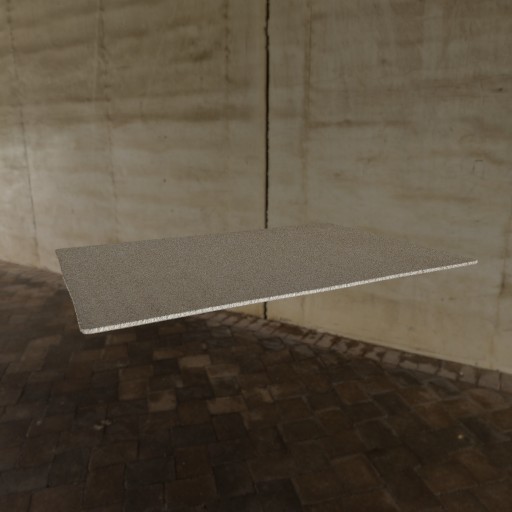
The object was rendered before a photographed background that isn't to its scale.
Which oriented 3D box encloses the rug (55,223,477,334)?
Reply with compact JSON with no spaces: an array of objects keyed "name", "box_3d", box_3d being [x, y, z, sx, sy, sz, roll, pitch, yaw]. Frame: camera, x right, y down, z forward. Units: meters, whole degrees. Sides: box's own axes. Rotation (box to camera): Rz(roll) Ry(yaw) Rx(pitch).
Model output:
[{"name":"rug","box_3d":[0.000,0.000,3.364,2.698,0.025,1.798,-7,16,-27]}]
